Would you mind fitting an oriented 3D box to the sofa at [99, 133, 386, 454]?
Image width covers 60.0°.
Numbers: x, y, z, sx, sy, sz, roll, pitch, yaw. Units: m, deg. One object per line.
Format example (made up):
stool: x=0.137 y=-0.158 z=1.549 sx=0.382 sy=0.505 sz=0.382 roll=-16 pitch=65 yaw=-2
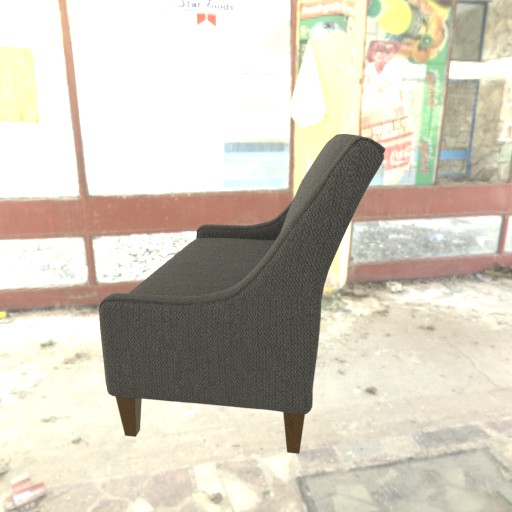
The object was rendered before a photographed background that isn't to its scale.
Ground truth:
sofa: x=0.000 y=0.000 z=1.921 sx=0.873 sy=1.022 sz=1.242 roll=2 pitch=16 yaw=8
